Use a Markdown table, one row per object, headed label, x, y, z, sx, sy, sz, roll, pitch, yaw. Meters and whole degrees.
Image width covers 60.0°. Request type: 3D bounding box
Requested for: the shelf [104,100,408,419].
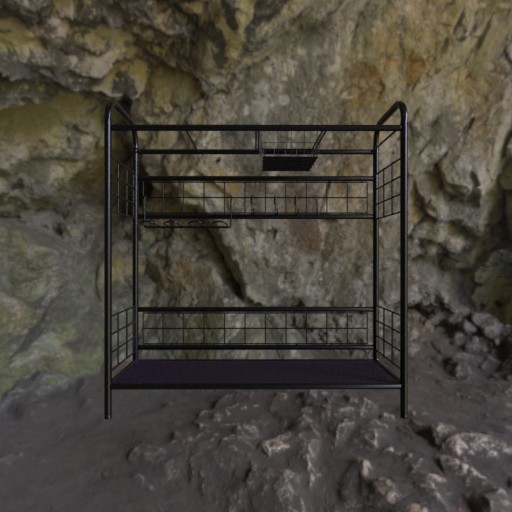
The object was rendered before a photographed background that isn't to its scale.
| label | x | y | z | sx | sy | sz | roll | pitch | yaw |
| --- | --- | --- | --- | --- | --- | --- | --- | --- | --- |
| shelf | 0.000 | 0.000 | 1.567 | 0.961 | 1.026 | 0.350 | 0 | 0 | 0 |
